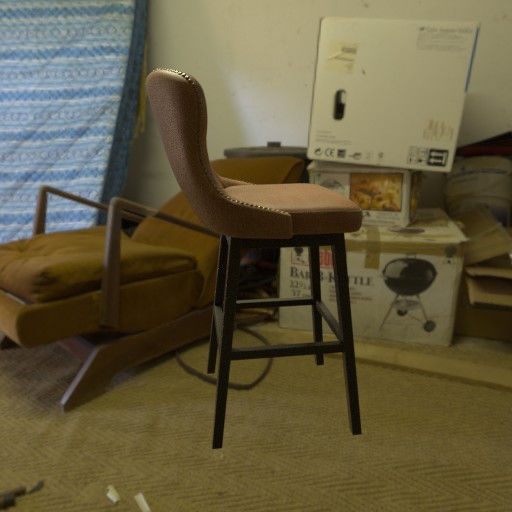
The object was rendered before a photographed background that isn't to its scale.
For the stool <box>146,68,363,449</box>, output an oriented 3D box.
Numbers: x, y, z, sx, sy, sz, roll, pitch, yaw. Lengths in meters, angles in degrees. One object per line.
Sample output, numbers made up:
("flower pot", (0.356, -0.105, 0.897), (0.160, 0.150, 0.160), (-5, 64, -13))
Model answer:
("stool", (0.000, 0.000, 1.389), (0.601, 1.050, 0.528), (-2, 17, -8))
